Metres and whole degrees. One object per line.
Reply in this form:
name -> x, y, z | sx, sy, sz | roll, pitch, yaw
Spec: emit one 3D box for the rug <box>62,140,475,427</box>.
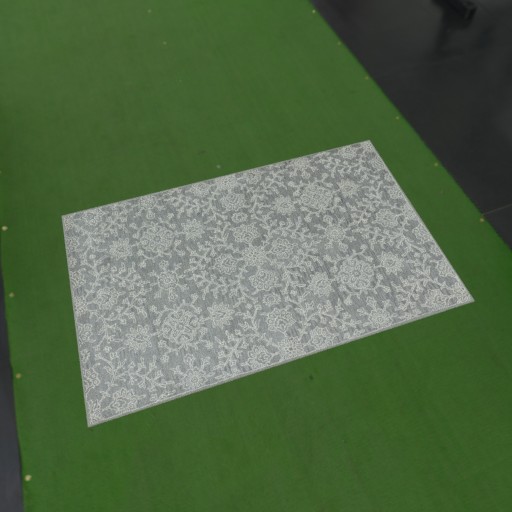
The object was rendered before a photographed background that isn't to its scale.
rug -> 0.000, 0.000, 2.997 | 2.430, 0.010, 1.515 | -16, 59, -10
